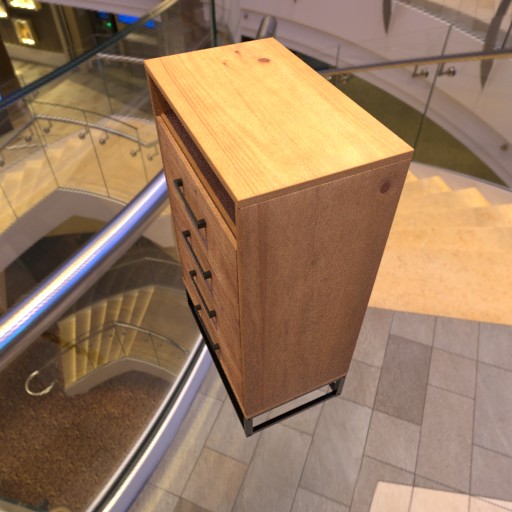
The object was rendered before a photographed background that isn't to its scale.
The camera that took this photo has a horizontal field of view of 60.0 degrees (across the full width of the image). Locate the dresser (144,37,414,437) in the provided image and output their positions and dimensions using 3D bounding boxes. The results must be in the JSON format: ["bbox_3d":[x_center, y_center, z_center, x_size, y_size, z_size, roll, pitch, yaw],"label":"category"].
[{"bbox_3d":[0.000,0.000,1.658,0.479,1.240,0.761,-18,49,-17],"label":"dresser"}]
